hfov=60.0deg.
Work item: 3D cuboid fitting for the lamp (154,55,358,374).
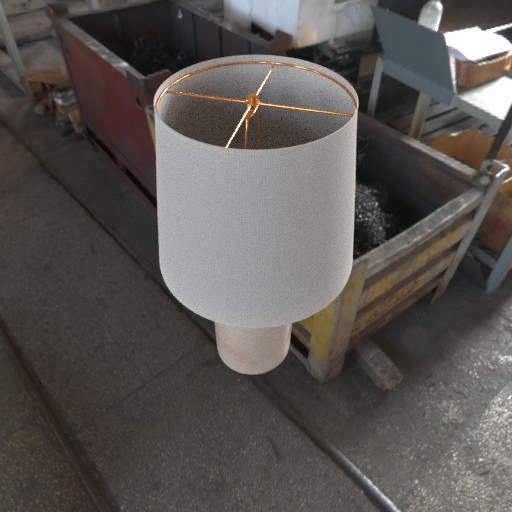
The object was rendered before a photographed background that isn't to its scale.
[{"bbox_3d":[0.000,0.000,0.448,0.189,0.340,0.189,0,46,0],"label":"lamp"}]
